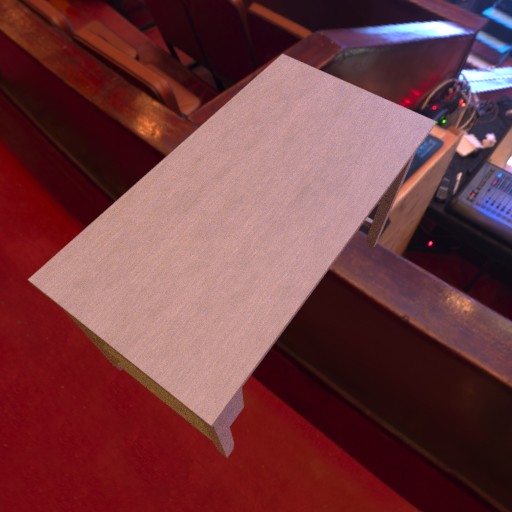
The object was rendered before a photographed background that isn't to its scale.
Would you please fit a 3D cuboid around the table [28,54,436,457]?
[{"bbox_3d":[0.000,0.000,1.926,0.729,0.874,1.397,32,64,18],"label":"table"}]
